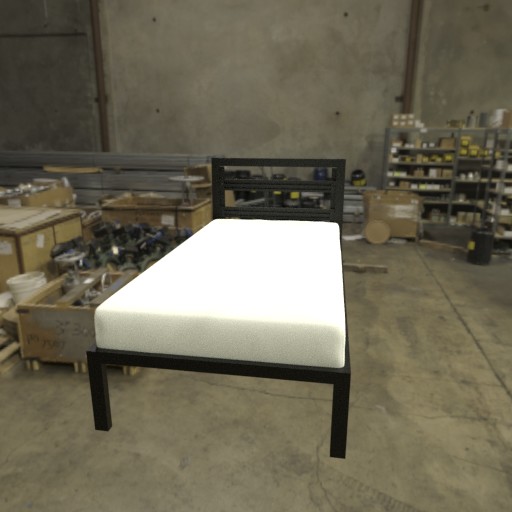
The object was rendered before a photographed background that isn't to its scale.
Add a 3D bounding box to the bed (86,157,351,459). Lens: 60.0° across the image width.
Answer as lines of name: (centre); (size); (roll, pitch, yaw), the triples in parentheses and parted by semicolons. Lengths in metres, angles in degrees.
bed: (0.000, 0.000, 2.493); (0.991, 0.967, 1.930); (3, 16, 9)
